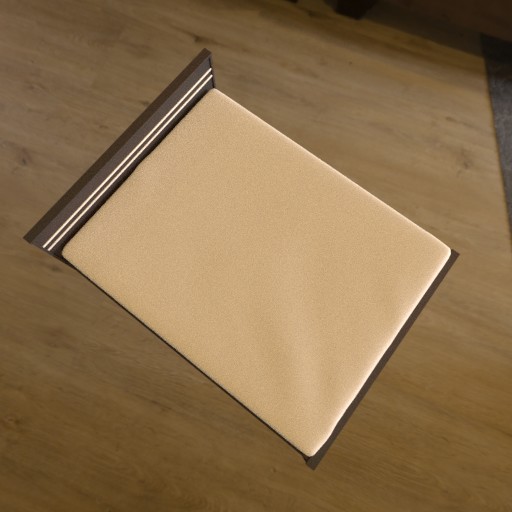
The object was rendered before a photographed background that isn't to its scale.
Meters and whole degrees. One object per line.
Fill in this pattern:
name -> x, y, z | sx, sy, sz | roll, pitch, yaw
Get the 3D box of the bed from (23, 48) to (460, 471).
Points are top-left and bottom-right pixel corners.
bed -> 0.000, 0.000, 2.917 | 2.103, 0.808, 1.634 | 37, 78, 9
